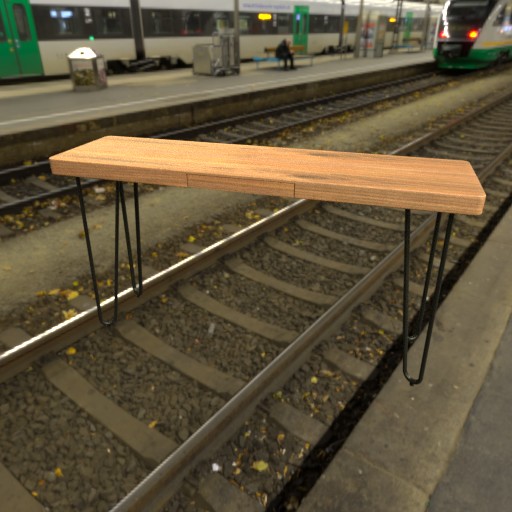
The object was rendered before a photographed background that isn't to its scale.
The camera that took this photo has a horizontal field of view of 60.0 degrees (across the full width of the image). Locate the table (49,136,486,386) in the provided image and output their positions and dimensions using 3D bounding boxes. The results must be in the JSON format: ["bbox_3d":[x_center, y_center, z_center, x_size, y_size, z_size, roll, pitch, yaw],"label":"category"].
[{"bbox_3d":[0.000,0.000,1.894,1.570,0.834,0.425,8,28,14],"label":"table"}]
